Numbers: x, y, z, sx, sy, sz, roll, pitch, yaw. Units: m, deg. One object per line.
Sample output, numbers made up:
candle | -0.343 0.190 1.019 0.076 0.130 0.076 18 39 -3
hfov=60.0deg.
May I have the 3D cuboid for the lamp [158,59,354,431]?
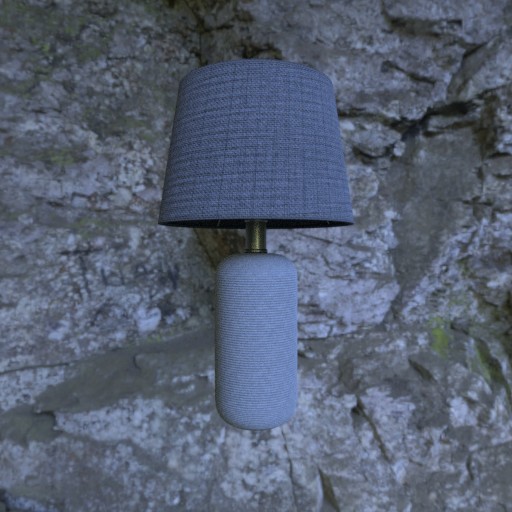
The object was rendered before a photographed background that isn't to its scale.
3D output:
lamp | 0.000 0.000 0.581 0.251 0.429 0.251 0 1 0
